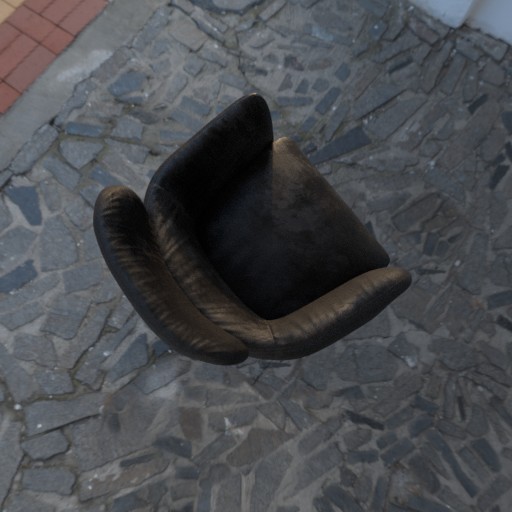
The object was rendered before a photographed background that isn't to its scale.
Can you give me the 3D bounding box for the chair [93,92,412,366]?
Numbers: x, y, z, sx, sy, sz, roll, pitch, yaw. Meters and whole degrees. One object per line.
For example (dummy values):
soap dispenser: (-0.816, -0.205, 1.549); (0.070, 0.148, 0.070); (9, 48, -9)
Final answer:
chair: (0.000, 0.000, 1.249); (0.604, 0.818, 0.640); (-35, 78, -8)
